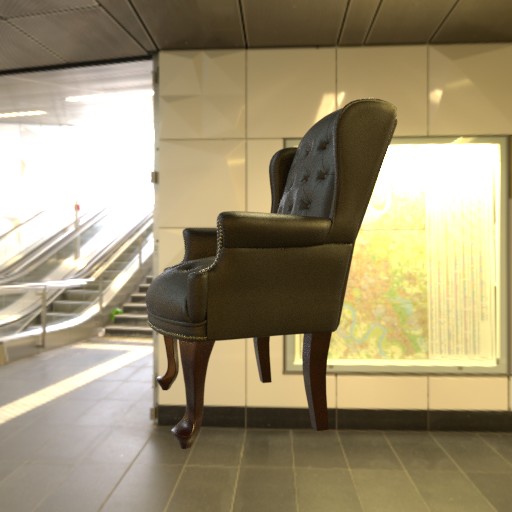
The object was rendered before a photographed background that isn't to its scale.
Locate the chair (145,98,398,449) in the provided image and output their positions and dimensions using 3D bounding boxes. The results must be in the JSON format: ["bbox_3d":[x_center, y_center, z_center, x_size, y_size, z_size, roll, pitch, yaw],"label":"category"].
[{"bbox_3d":[0.000,0.000,1.693,0.822,1.133,0.831,0,0,-17],"label":"chair"}]
